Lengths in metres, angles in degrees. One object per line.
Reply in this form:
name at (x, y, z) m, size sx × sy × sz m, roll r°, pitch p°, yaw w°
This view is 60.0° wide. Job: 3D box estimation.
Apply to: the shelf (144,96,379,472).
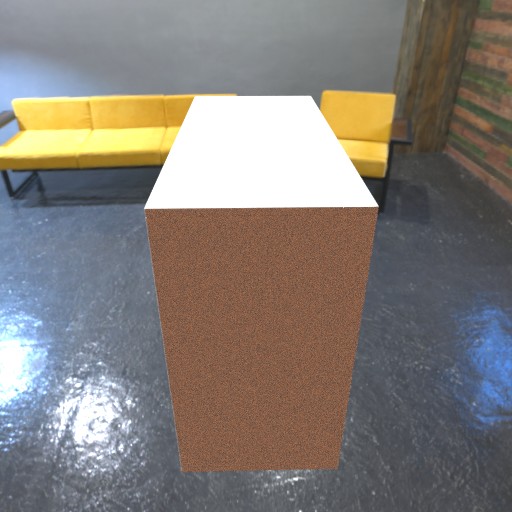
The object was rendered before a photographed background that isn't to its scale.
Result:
shelf at (0.000, 0.000, 1.317) m, size 0.396 × 0.732 × 0.895 m, roll -1°, pitch 31°, yaw -1°
